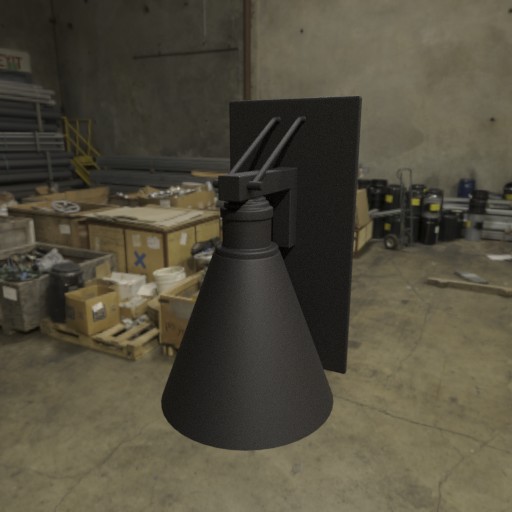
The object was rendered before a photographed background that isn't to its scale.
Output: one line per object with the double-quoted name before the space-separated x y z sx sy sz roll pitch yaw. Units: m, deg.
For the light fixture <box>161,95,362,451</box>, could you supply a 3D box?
"light fixture" 0.000 0.000 0.426 0.170 0.298 0.207 7 16 26
